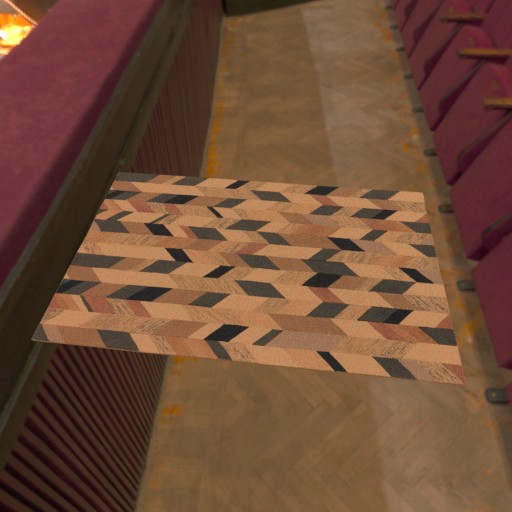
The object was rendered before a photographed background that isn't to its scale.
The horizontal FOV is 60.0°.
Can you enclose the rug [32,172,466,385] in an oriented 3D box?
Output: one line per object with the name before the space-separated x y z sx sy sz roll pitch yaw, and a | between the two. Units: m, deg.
rug | 0.000 0.000 2.227 1.813 0.006 1.202 5 48 4
